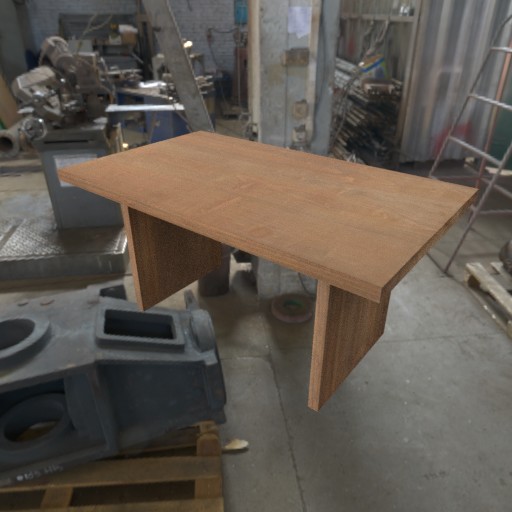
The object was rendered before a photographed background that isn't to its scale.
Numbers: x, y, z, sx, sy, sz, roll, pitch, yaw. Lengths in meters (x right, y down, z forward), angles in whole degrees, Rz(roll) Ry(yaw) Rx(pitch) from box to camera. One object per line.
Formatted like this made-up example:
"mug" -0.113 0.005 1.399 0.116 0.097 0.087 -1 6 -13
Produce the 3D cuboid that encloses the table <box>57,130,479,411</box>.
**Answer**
"table" 0.000 0.000 2.138 1.609 0.780 0.946 21 36 33
